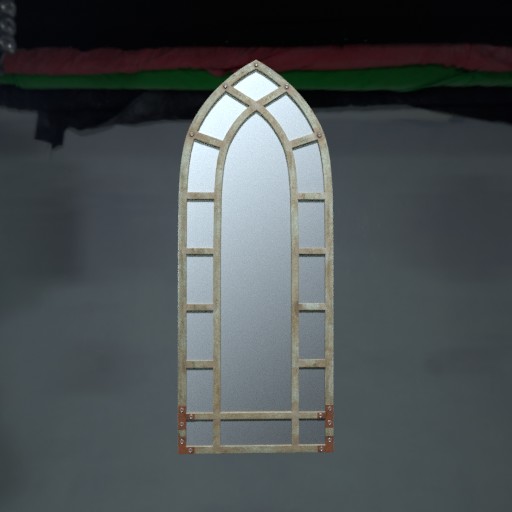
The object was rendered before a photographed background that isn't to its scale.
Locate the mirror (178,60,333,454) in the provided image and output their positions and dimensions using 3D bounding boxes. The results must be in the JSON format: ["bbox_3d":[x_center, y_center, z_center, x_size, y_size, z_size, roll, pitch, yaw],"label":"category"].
[{"bbox_3d":[0.000,0.000,1.333,0.464,1.175,0.025,0,0,-2],"label":"mirror"}]
